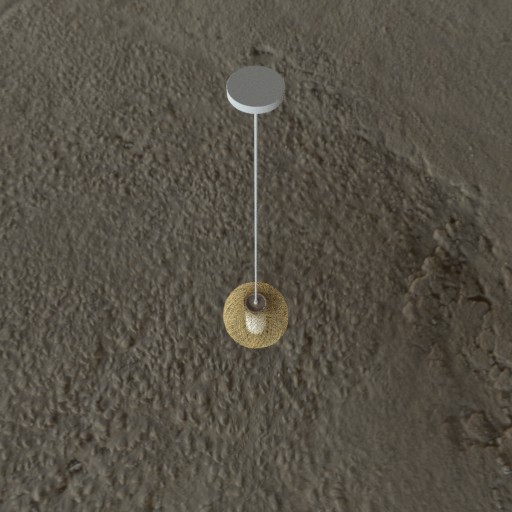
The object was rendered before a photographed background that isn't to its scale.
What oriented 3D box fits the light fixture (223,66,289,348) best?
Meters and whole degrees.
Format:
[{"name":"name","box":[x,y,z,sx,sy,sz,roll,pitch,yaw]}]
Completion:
[{"name":"light fixture","box":[0.000,0.000,2.058,0.406,1.955,0.407,32,66,16]}]
